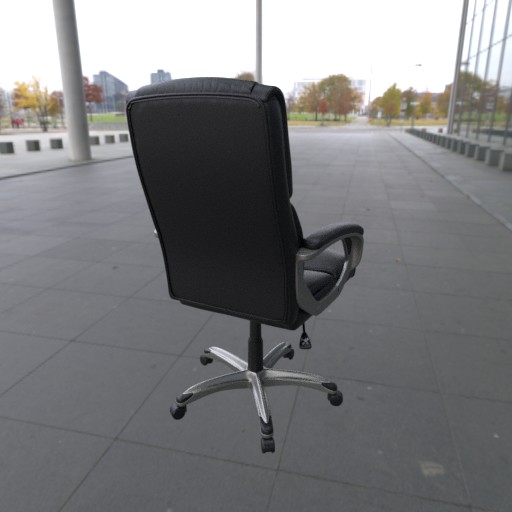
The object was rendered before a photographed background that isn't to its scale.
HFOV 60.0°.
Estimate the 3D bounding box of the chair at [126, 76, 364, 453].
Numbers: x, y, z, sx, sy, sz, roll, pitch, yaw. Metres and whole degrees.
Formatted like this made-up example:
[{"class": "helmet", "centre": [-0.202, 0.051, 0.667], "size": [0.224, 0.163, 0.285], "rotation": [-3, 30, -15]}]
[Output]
[{"class": "chair", "centre": [0.000, 0.000, 1.598], "size": [0.663, 1.155, 0.739], "rotation": [9, 20, 27]}]
